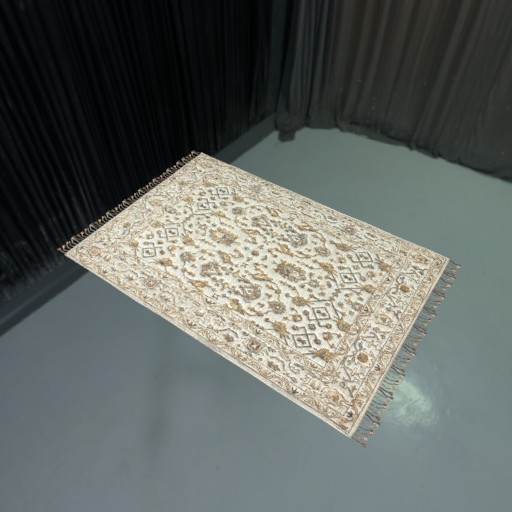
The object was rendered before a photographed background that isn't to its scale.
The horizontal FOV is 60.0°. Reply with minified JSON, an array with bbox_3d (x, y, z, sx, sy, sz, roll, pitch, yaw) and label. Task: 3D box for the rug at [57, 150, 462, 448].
[{"bbox_3d":[0.000,0.000,3.124,2.434,0.027,1.529,27,53,23],"label":"rug"}]
